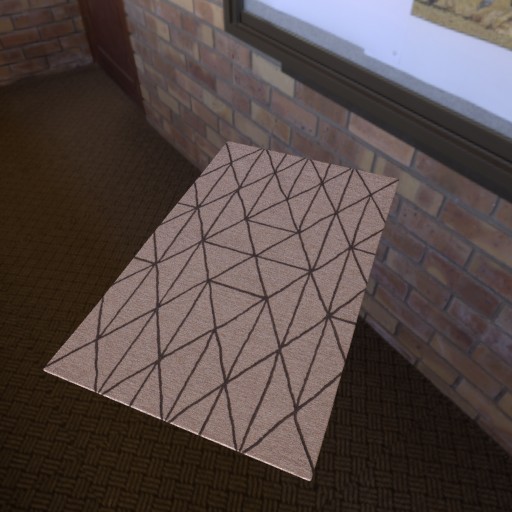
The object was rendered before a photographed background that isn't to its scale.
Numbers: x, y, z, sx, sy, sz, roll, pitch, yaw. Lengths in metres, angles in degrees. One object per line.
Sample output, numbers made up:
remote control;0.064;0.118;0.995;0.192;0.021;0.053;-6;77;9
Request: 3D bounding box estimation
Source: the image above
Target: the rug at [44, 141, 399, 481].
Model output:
rug;0.000;0.000;3.019;1.526;0.008;2.465;16;49;15
